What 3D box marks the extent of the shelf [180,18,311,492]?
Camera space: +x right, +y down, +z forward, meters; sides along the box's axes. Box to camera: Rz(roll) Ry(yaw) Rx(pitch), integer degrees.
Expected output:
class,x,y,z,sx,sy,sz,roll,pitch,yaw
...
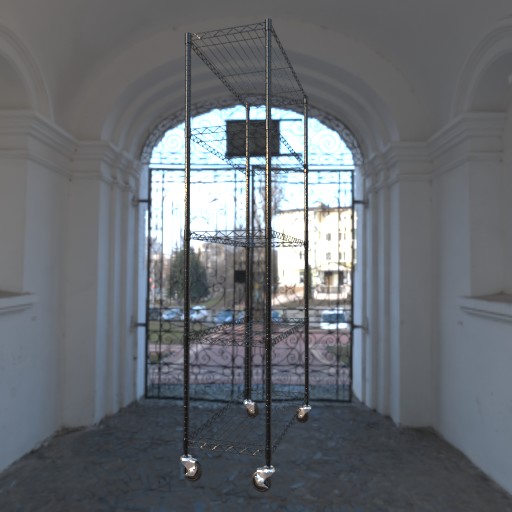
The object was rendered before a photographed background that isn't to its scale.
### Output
class,x,y,z,sx,sy,sz,roll,pitch,yaw
shelf,0.000,0.000,1.933,0.356,1.645,0.762,-1,-2,17
